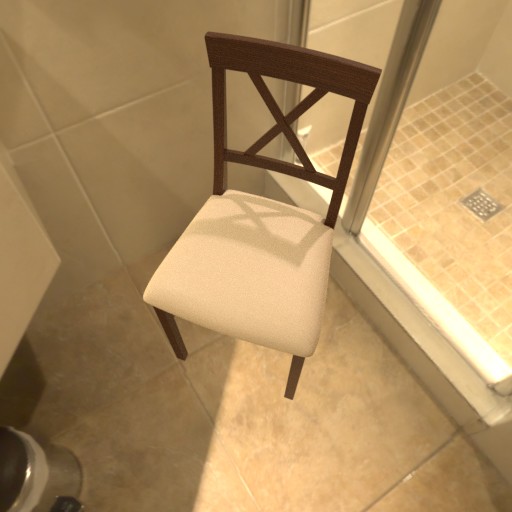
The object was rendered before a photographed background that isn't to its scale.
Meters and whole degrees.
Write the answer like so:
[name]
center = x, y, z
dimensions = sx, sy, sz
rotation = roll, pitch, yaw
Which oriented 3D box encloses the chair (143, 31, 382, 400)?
[chair]
center = 0.000, 0.000, 1.175
dimensions = 0.440, 0.913, 0.480
rotation = 17, 60, 10
